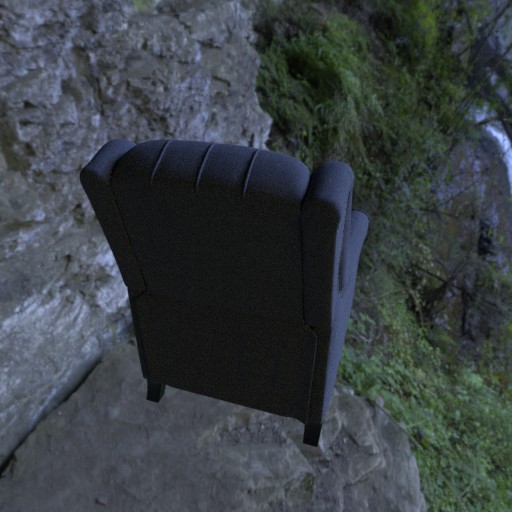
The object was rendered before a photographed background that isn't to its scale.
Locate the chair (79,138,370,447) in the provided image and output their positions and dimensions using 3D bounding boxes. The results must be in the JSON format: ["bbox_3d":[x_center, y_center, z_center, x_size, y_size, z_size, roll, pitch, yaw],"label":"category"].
[{"bbox_3d":[0.000,0.000,1.621,0.742,1.035,0.898,10,33,15],"label":"chair"}]
